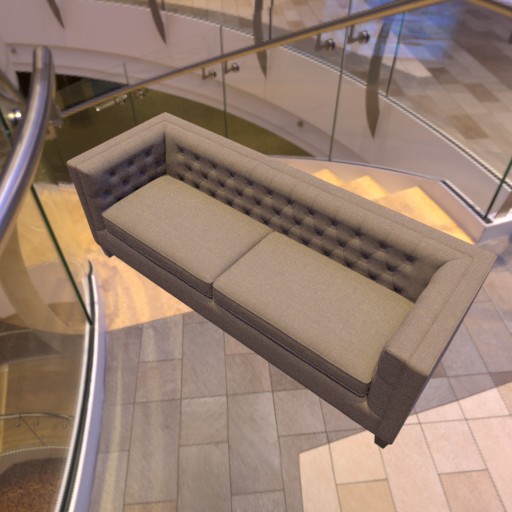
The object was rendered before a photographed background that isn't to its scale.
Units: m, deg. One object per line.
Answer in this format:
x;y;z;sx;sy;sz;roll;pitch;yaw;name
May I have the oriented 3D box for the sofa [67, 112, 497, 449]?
0.000;0.000;2.507;2.159;0.762;0.775;30;52;26;sofa
